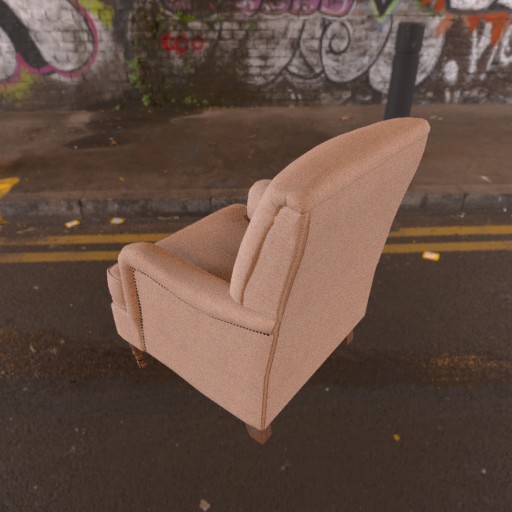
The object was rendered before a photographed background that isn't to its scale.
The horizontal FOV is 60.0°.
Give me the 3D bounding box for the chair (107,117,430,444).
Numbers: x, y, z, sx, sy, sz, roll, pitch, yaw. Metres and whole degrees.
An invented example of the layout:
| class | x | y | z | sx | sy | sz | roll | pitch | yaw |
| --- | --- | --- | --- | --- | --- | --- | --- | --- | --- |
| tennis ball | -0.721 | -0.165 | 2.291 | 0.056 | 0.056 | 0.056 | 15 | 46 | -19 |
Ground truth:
| class | x | y | z | sx | sy | sz | roll | pitch | yaw |
| --- | --- | --- | --- | --- | --- | --- | --- | --- | --- |
| chair | 0.000 | 0.000 | 1.807 | 0.953 | 1.119 | 0.879 | 22 | 37 | 31 |
